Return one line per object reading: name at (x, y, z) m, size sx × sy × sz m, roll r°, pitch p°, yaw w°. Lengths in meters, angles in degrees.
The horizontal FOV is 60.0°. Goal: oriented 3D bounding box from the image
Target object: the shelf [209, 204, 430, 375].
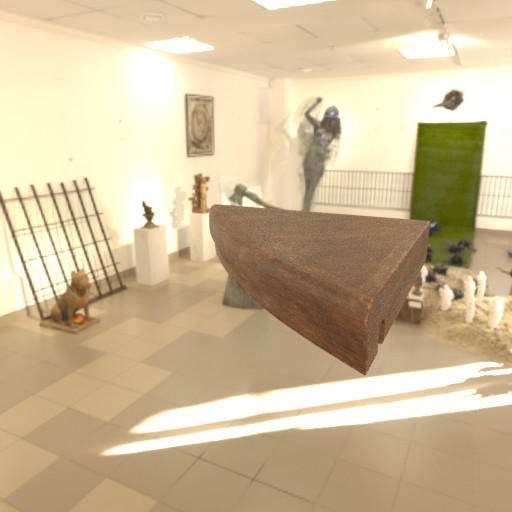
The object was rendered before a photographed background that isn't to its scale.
shelf at (0.000, 0.000, 0.470) m, size 0.310 × 0.050 × 0.310 m, roll 8°, pitch 17°, yaw 26°
